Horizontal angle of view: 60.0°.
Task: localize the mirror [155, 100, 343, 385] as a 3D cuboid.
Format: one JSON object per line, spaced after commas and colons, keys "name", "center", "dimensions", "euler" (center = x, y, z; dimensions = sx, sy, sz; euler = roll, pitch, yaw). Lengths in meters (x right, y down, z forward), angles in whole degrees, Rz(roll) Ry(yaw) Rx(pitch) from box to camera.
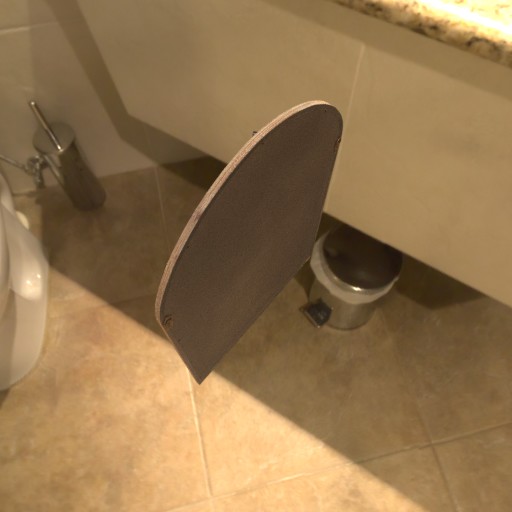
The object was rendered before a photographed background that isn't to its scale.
{"name": "mirror", "center": [0.000, 0.000, 1.141], "dimensions": [0.032, 0.915, 0.609], "euler": [37, 69, 16]}
